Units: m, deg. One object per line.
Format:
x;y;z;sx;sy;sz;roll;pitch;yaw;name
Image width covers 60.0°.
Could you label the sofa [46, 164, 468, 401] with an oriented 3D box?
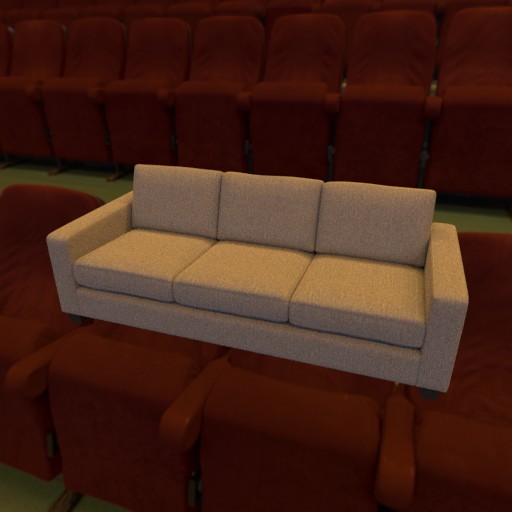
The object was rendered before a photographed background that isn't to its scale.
0.000;0.000;2.530;2.120;0.800;0.900;8;27;17;sofa
